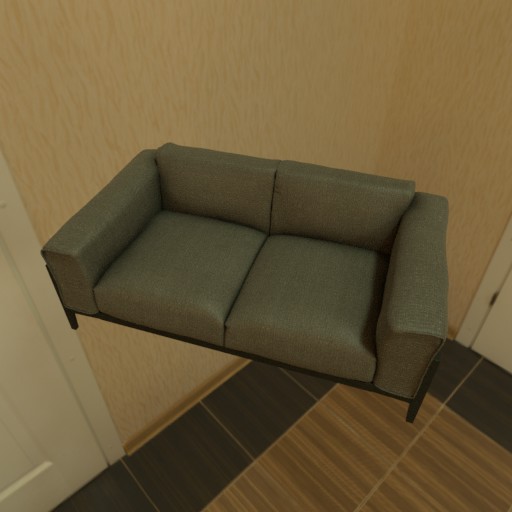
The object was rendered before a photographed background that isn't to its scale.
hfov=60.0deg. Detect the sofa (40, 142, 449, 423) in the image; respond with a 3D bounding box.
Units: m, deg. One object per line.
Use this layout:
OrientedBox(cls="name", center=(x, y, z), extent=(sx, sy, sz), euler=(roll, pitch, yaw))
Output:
OrientedBox(cls="sofa", center=(0.000, 0.000, 2.171), extent=(1.690, 0.656, 0.960), euler=(12, 42, 13))
